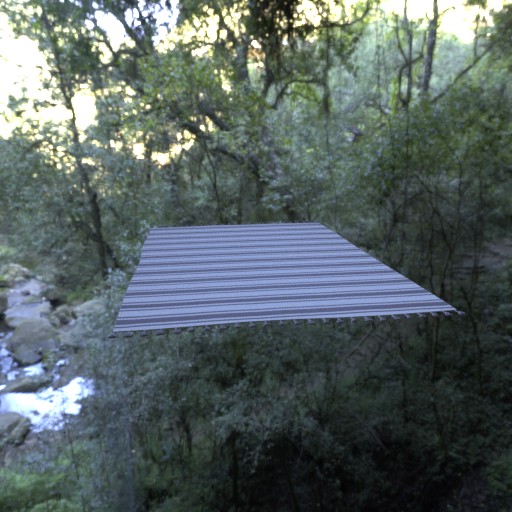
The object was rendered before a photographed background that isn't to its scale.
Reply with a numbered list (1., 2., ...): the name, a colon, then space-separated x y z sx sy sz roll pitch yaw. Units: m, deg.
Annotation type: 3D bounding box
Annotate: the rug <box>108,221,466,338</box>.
1. rug: 0.000 0.000 3.880 2.030 0.017 3.040 -2 15 -9
